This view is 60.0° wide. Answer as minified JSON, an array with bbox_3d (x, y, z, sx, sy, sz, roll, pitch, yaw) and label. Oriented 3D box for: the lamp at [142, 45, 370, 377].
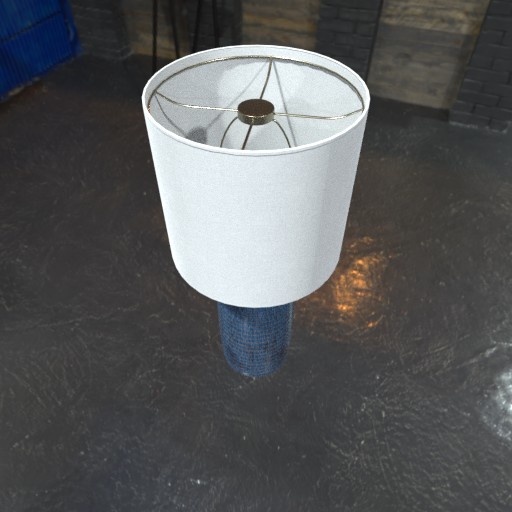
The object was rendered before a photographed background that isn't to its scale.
[{"bbox_3d":[0.000,0.000,0.607,0.220,0.475,0.220,18,49,16],"label":"lamp"}]
